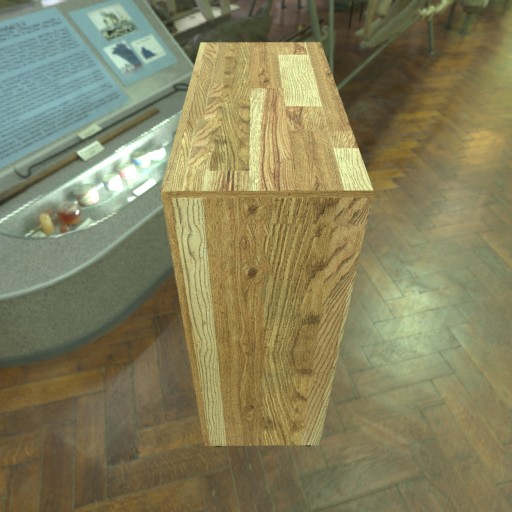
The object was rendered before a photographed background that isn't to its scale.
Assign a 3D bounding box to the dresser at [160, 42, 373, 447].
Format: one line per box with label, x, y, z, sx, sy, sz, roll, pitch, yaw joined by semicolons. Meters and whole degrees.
dresser;0.000;0.000;1.690;0.480;1.243;0.966;0;42;0
